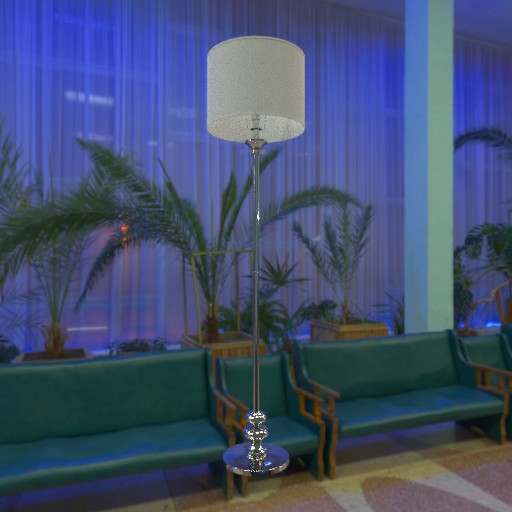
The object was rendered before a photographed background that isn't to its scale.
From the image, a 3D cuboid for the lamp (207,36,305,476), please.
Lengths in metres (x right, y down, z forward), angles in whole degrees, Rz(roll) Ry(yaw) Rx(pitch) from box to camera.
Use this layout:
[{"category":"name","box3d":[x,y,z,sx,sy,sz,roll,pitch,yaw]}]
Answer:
[{"category":"lamp","box3d":[0.000,0.000,1.620,0.356,1.487,0.356,0,0,-19]}]
